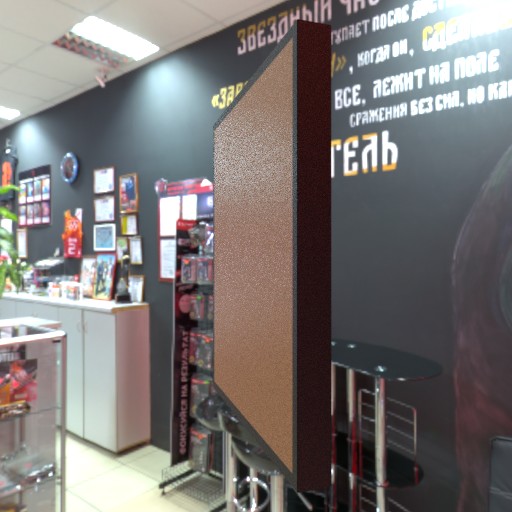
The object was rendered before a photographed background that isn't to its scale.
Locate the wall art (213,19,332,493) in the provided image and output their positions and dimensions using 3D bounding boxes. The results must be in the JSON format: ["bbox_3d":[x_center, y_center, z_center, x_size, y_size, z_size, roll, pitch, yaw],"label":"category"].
[{"bbox_3d":[0.000,0.000,0.489,0.030,0.369,0.294,0,0,-18],"label":"wall art"}]
